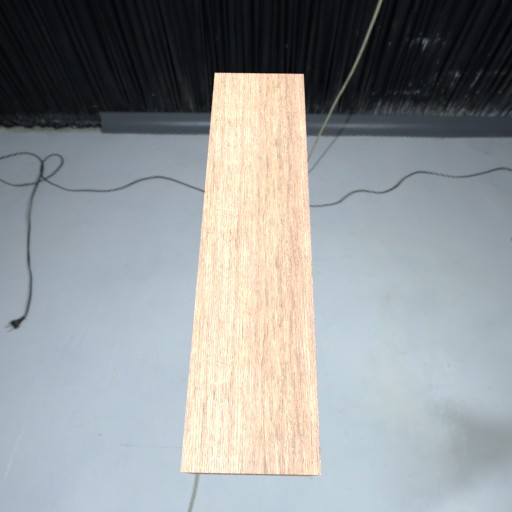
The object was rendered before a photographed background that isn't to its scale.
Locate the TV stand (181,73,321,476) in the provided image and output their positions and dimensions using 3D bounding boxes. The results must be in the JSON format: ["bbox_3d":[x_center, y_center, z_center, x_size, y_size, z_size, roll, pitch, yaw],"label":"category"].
[{"bbox_3d":[0.000,0.000,1.673,0.366,0.409,1.482,1,63,0],"label":"TV stand"}]
